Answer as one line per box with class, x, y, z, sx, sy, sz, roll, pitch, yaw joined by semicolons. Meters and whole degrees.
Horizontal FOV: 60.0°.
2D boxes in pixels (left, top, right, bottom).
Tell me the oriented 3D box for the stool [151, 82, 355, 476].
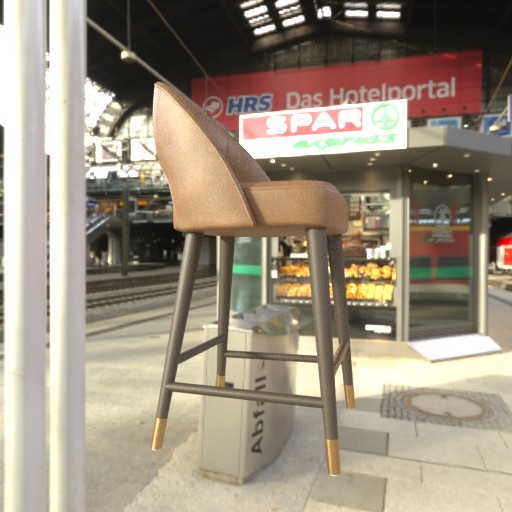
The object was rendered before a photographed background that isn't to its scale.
stool;0.000;0.000;1.230;0.509;0.940;0.494;0;0;17
